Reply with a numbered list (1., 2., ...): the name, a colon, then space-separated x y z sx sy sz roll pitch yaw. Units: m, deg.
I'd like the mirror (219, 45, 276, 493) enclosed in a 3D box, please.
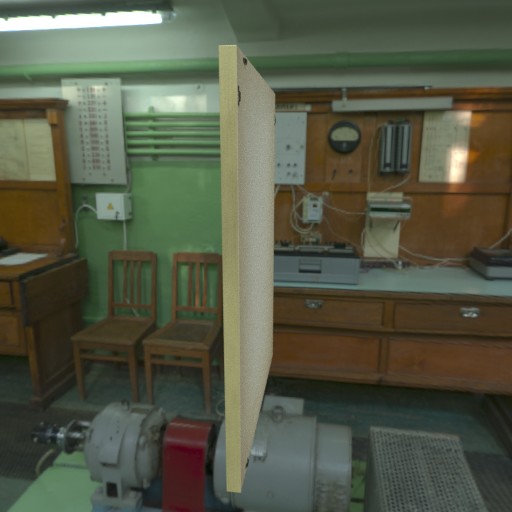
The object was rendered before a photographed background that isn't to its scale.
1. mirror: 0.000 0.000 1.340 0.040 1.016 0.762 2 13 8
